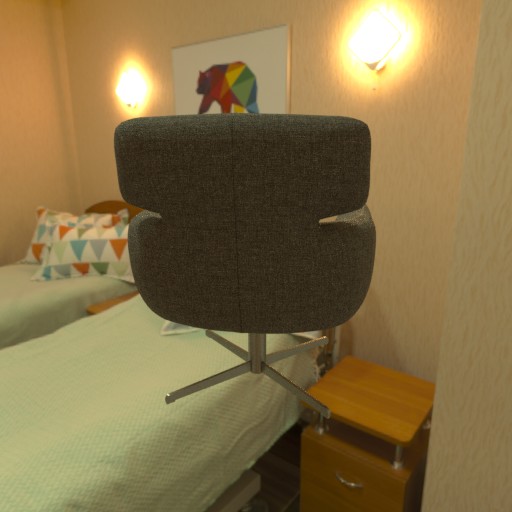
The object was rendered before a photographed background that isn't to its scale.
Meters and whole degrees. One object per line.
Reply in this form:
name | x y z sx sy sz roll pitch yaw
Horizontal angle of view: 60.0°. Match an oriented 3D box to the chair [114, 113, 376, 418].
chair | 0.000 0.000 1.368 0.706 0.812 0.715 2 15 8
